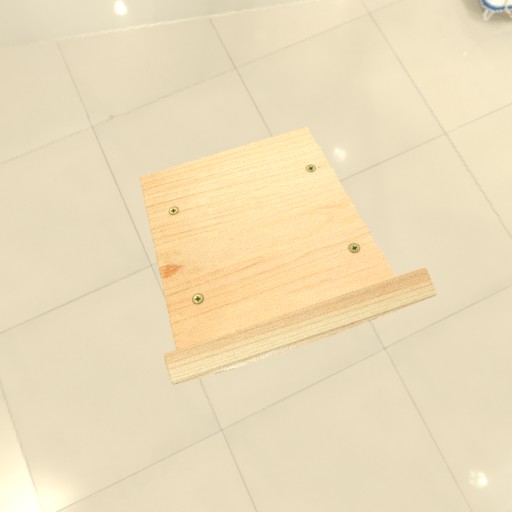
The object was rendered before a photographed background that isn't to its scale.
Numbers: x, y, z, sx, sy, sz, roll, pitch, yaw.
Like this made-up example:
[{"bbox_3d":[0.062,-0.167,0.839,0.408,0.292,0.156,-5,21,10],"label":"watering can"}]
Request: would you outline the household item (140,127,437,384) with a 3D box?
[{"bbox_3d":[0.000,0.000,0.393,0.149,0.300,0.171,-18,77,-4],"label":"household item"}]
